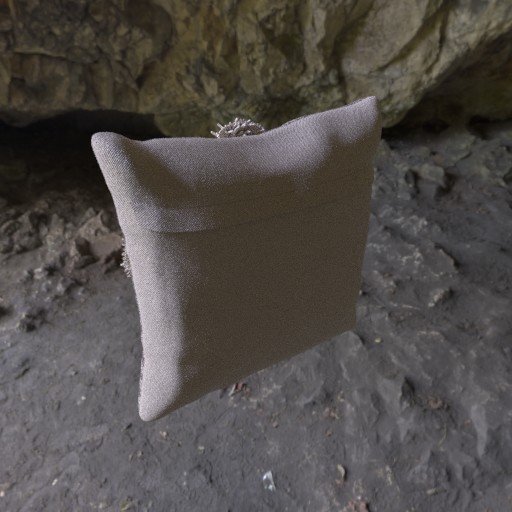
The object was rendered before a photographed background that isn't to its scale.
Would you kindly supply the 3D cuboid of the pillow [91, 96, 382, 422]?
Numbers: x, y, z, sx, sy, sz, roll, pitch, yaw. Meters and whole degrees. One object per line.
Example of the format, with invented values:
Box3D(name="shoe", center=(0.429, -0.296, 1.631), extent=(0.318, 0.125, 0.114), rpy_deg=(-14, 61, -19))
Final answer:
Box3D(name="pillow", center=(0.000, 0.000, 0.765), extent=(0.484, 0.490, 0.234), rpy_deg=(-17, 33, -28))
